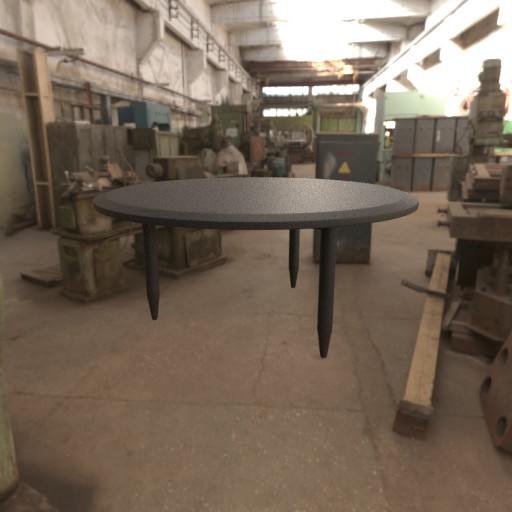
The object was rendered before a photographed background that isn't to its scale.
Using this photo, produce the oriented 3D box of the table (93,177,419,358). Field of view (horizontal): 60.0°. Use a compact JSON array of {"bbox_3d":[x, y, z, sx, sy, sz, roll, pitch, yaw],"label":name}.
[{"bbox_3d":[0.000,0.000,1.347,0.900,0.400,0.900,0,15,0],"label":"table"}]
